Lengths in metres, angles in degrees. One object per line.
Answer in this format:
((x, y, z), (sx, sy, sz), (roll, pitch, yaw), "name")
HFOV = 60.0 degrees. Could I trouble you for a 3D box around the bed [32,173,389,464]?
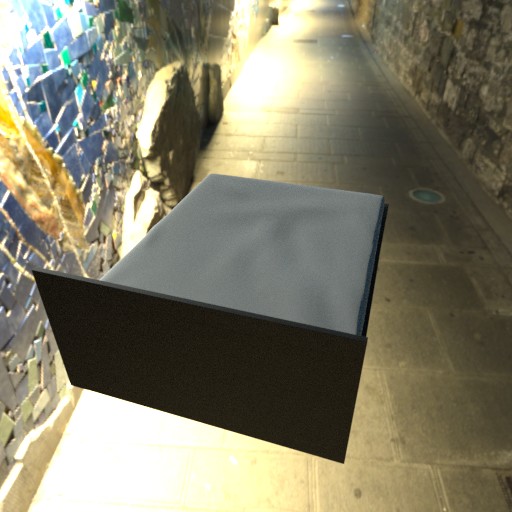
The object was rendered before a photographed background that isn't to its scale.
((0.000, 0.000, 2.963), (1.585, 0.823, 2.073), (10, 35, 15), "bed")
